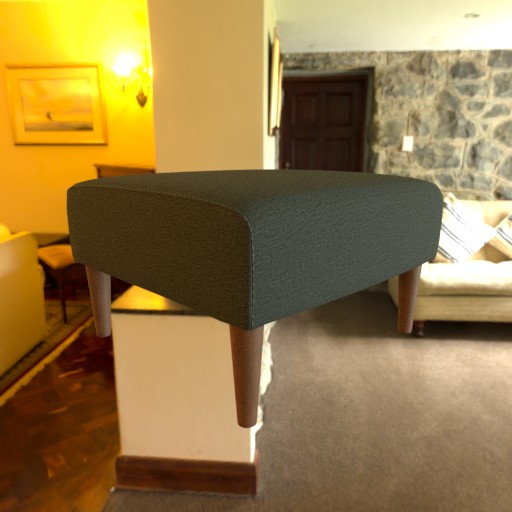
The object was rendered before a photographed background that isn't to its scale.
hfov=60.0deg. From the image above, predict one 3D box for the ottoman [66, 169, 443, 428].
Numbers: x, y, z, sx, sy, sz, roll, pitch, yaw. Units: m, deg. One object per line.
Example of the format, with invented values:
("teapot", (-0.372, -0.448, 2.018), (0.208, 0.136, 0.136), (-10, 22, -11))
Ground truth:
("ottoman", (0.000, 0.000, 1.067), (0.650, 0.398, 0.649), (-13, 19, -43))
